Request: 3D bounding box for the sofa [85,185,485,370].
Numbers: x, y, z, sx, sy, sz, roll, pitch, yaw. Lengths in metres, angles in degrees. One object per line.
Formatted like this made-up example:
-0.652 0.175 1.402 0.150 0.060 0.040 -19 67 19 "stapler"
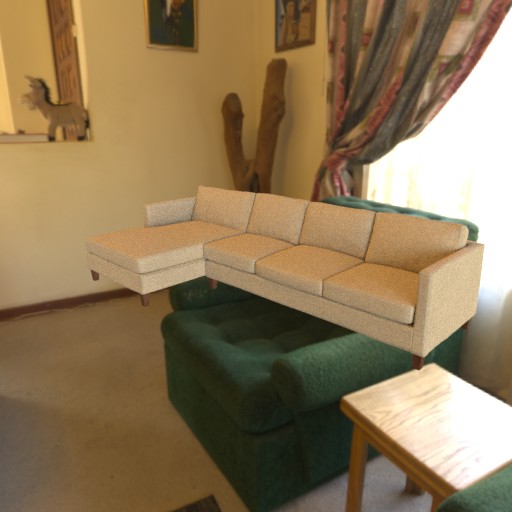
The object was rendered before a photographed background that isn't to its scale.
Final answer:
0.000 0.000 3.845 3.186 0.846 1.625 16 23 42 "sofa"
